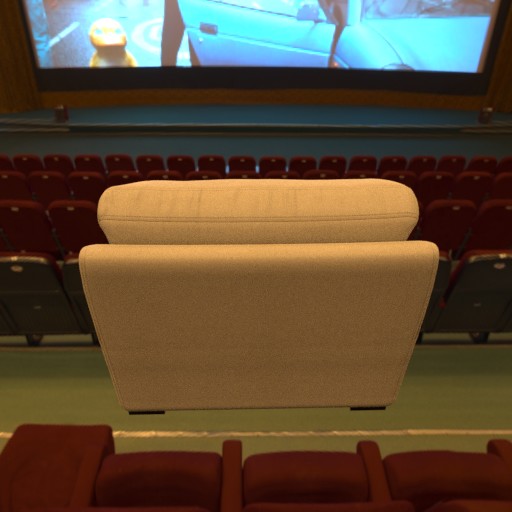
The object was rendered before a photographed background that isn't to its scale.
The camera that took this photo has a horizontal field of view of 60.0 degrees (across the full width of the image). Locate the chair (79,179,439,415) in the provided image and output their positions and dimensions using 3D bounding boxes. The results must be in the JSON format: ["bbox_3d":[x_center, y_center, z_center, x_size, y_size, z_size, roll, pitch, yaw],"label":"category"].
[{"bbox_3d":[0.000,0.000,1.921,1.140,0.930,1.158,-1,30,-1],"label":"chair"}]
